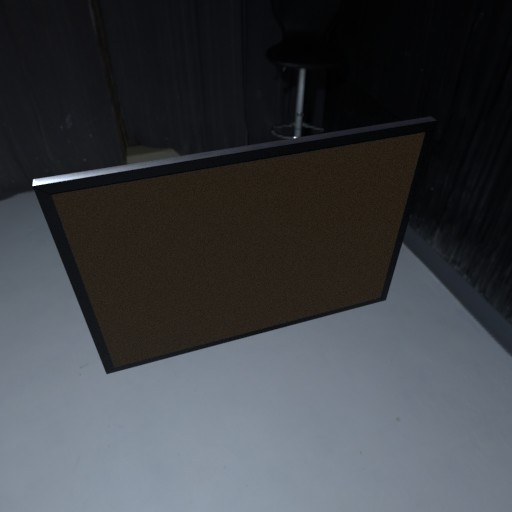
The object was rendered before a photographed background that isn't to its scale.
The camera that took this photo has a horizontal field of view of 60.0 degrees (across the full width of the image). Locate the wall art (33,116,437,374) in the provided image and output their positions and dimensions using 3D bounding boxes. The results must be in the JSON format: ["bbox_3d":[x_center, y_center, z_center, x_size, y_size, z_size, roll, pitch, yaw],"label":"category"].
[{"bbox_3d":[0.000,0.000,0.568,0.440,0.306,0.013,-12,43,-14],"label":"wall art"}]
